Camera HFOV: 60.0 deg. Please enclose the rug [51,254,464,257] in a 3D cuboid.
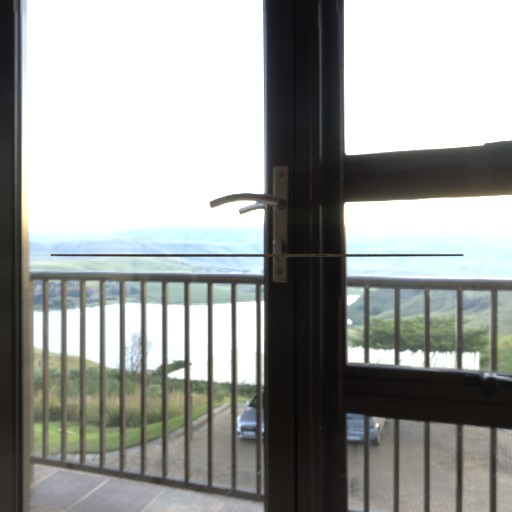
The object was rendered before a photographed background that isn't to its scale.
[{"bbox_3d":[0.000,0.000,4.123,2.441,0.013,3.056,0,0,0],"label":"rug"}]
